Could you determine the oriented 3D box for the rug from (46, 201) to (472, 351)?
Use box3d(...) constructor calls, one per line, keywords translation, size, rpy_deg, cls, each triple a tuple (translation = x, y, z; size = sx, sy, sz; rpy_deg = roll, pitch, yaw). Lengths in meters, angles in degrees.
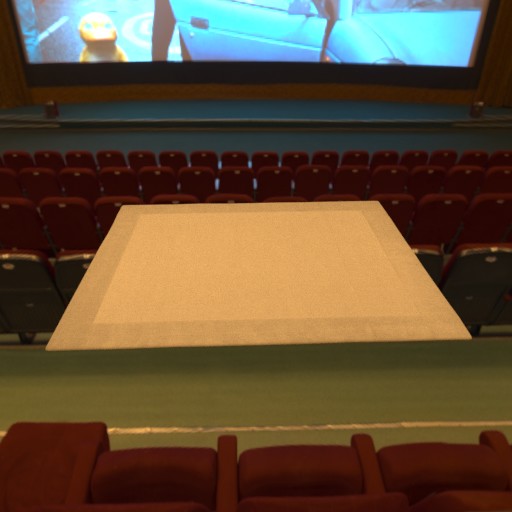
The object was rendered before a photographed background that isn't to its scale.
box3d(translation=(0.000, 0.000, 4.101), size=(2.976, 0.018, 2.430), rpy_deg=(-1, 30, -2), cls="rug")
